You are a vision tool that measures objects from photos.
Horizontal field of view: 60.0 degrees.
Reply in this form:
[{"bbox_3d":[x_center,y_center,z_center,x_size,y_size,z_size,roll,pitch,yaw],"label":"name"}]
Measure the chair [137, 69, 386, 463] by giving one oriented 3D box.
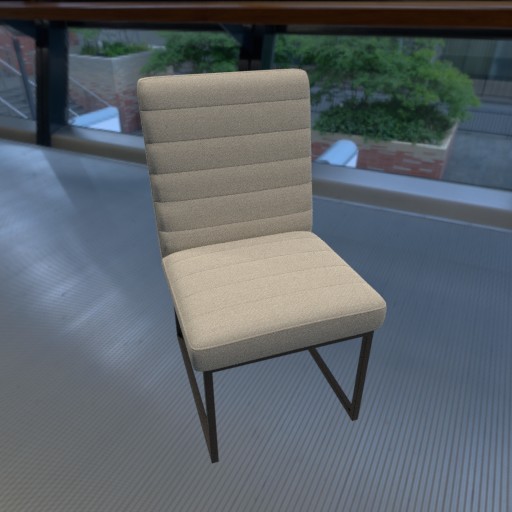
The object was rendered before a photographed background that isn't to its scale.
[{"bbox_3d":[0.000,0.000,1.303,0.520,0.930,0.634,-10,33,-16],"label":"chair"}]
